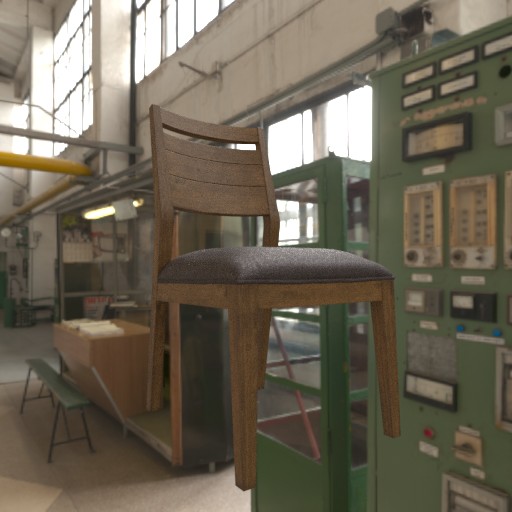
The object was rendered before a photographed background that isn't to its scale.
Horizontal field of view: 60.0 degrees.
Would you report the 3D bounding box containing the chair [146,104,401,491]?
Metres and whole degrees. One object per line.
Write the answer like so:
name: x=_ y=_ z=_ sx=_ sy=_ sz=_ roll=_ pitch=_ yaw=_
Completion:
chair: x=0.000 y=0.000 z=1.269 sx=0.501 sy=0.939 sz=0.610 roll=1 pitch=-1 yaw=-35
